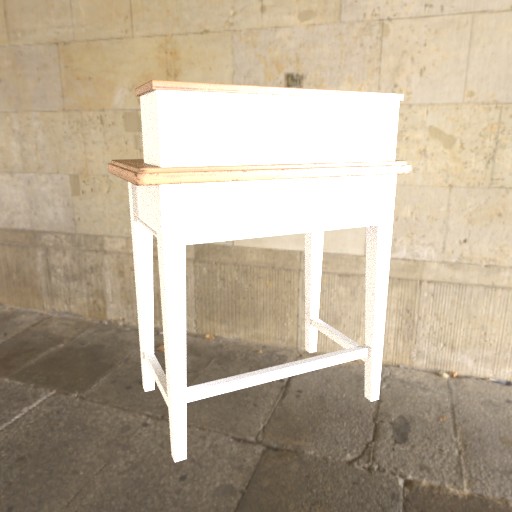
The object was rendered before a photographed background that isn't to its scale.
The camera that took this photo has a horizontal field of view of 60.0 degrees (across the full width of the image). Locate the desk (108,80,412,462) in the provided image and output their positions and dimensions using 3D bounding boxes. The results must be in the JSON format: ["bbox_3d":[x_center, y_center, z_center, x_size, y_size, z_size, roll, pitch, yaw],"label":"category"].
[{"bbox_3d":[0.000,0.000,1.434,0.814,0.981,0.462,-7,16,-25],"label":"desk"}]
